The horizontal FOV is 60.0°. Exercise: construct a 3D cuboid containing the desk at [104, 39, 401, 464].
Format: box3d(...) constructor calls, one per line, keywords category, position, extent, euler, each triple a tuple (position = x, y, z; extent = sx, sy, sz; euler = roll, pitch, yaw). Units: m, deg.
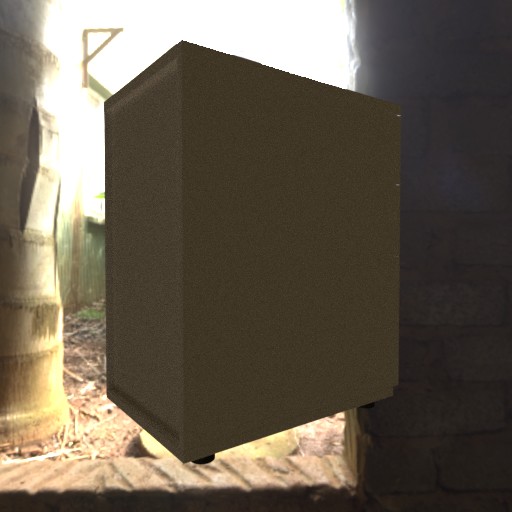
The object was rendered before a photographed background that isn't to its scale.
box3d(category="desk", position=(0.000, 0.000, 1.076), extent=(0.600, 0.730, 0.404), euler=(-1, 2, -36))
